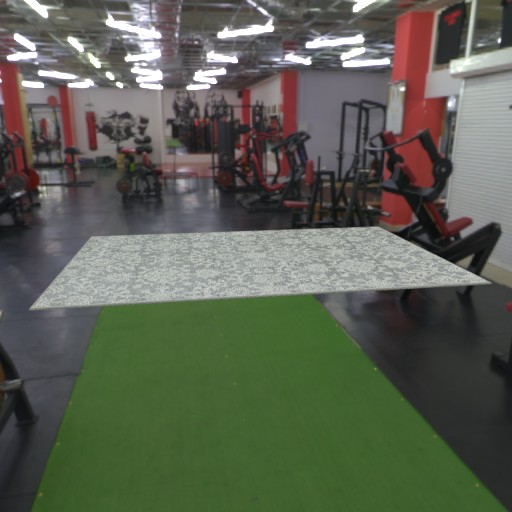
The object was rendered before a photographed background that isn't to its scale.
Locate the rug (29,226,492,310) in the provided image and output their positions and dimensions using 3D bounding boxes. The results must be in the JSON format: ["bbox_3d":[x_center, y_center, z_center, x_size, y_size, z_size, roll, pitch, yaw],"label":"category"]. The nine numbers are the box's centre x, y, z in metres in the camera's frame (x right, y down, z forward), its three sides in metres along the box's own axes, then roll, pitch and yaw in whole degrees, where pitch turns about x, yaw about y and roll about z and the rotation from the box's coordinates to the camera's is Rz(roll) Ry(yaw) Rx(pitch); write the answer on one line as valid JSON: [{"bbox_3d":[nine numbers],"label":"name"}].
[{"bbox_3d":[0.000,0.000,3.013,2.430,0.010,1.515,-2,16,-9],"label":"rug"}]
